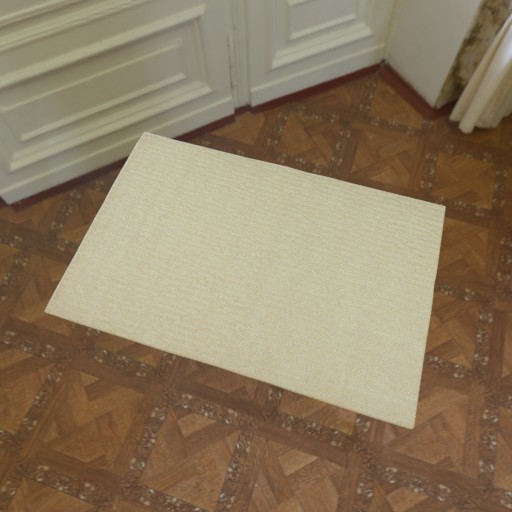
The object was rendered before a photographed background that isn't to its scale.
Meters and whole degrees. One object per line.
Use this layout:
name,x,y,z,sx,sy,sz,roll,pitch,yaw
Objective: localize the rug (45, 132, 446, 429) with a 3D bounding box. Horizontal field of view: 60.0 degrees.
rug,0.000,0.000,2.346,1.848,0.014,1.238,16,64,8
